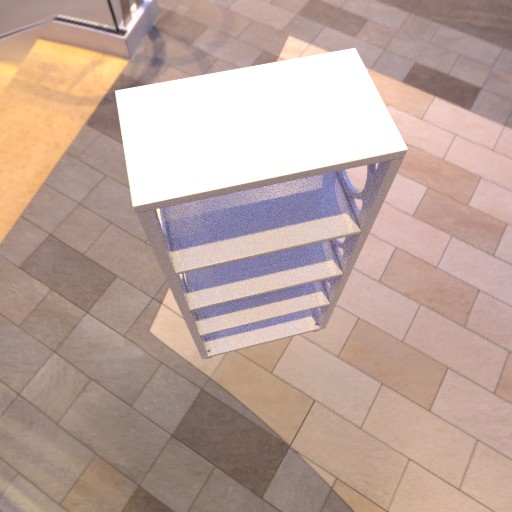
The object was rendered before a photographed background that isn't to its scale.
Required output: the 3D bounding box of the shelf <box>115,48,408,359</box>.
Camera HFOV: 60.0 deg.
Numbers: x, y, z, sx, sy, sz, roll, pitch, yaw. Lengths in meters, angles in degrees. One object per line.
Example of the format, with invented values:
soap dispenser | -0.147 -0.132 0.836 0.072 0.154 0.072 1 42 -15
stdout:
shelf | 0.000 0.000 1.651 0.611 1.411 0.340 -13 64 -6
